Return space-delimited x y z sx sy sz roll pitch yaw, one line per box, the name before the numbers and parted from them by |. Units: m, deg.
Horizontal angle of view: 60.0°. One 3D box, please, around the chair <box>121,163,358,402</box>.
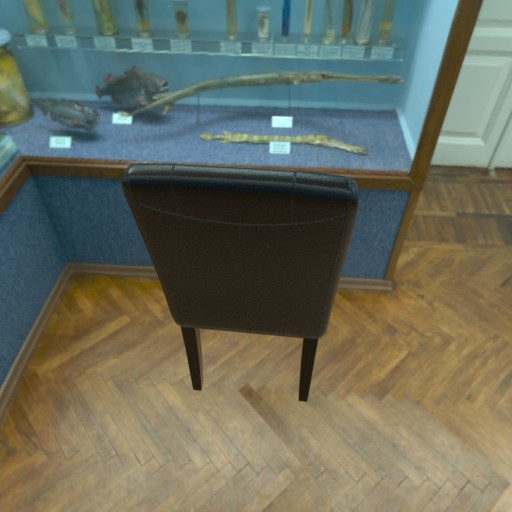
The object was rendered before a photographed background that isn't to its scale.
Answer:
chair | 0.000 0.000 1.209 0.399 0.897 0.556 5 45 5
